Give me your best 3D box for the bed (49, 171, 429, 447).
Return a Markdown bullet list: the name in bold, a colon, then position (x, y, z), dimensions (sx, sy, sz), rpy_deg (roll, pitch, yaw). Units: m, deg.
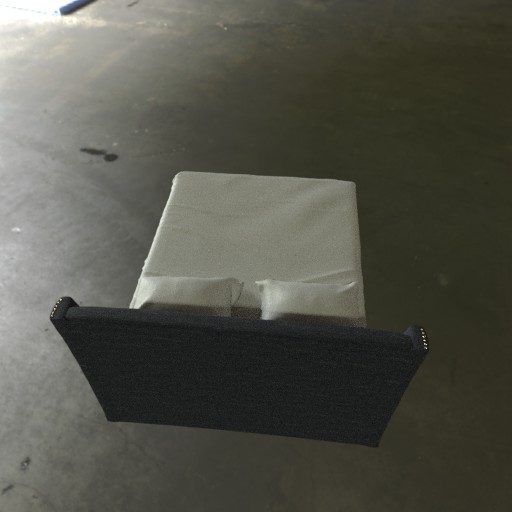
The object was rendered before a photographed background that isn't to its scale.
- **bed**: position (0.000, 0.000, 3.411), dimensions (1.925, 1.332, 2.276), rpy_deg (4, 47, 4)
